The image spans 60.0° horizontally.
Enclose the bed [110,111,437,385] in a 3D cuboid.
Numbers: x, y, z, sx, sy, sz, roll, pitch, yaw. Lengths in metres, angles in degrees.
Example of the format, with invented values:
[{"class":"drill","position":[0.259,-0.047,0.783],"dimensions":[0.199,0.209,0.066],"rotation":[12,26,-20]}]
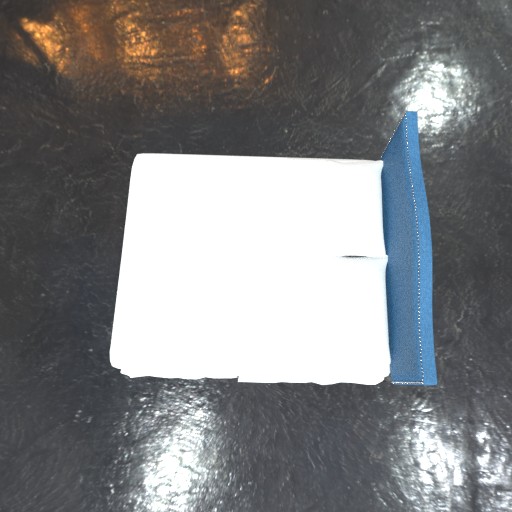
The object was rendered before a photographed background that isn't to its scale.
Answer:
[{"class":"bed","position":[0.000,0.000,2.934],"dimensions":[1.872,1.169,1.610],"rotation":[2,74,1]}]
